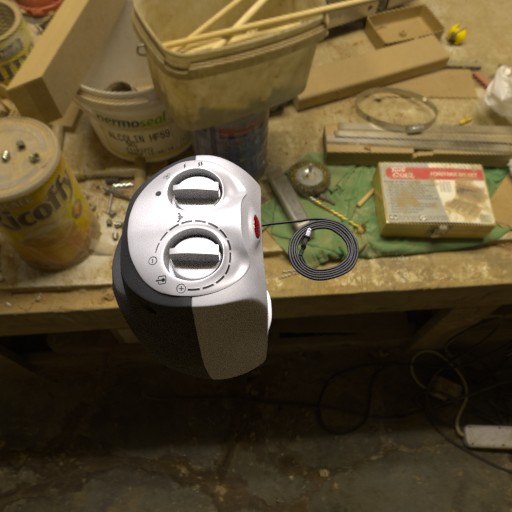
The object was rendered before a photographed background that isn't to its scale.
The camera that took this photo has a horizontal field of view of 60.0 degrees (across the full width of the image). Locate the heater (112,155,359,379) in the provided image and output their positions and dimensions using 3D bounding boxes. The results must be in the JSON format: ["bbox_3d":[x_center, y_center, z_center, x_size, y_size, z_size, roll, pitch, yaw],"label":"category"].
[{"bbox_3d":[0.000,0.000,0.478,0.291,0.240,0.239,-2,62,-1],"label":"heater"}]
